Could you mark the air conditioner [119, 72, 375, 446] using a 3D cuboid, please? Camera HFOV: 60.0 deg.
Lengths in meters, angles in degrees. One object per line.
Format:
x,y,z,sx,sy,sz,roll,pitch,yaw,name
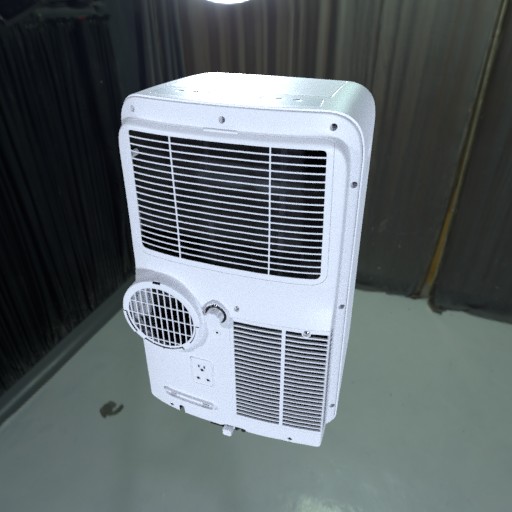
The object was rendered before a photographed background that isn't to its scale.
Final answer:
0.000,0.000,1.032,0.478,0.765,0.467,10,34,16,air conditioner
